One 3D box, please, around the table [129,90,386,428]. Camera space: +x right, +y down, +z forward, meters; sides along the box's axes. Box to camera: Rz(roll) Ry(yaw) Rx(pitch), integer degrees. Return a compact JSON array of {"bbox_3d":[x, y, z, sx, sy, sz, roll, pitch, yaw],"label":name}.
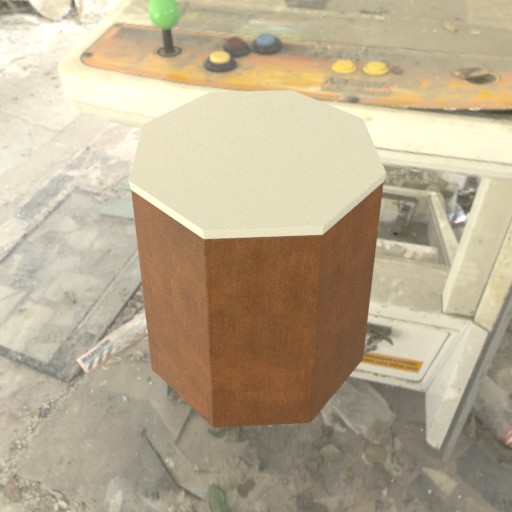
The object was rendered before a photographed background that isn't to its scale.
[{"bbox_3d":[0.000,0.000,0.804,0.439,0.457,0.439,31,54,26],"label":"table"}]
